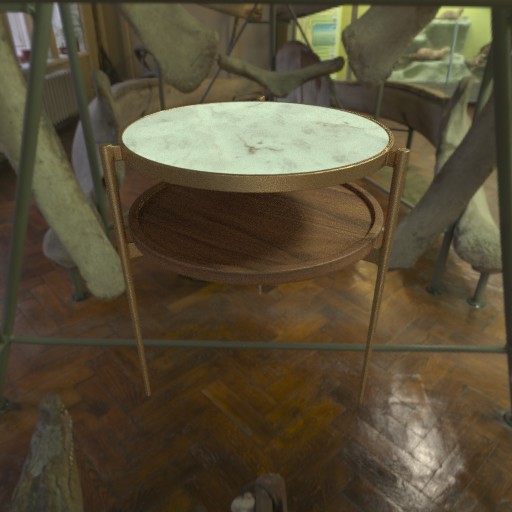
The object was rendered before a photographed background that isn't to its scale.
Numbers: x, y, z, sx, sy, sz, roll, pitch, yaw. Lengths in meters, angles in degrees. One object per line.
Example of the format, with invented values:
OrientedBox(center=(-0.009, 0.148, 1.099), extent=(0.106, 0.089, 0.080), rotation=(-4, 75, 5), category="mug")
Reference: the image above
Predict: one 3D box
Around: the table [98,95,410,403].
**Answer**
OrientedBox(center=(0.000, 0.000, 0.835), extent=(0.430, 0.493, 0.456), rotation=(1, 31, 2), category="table")
